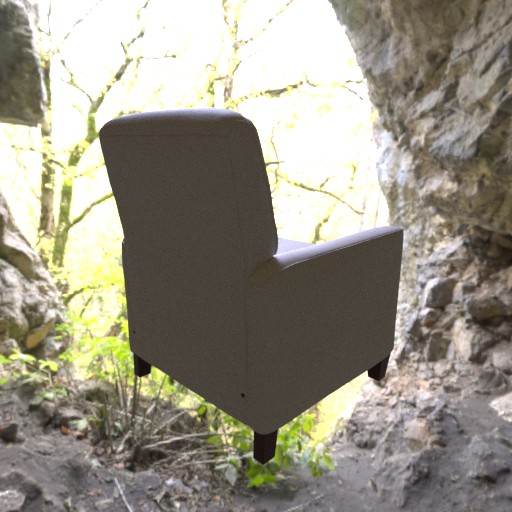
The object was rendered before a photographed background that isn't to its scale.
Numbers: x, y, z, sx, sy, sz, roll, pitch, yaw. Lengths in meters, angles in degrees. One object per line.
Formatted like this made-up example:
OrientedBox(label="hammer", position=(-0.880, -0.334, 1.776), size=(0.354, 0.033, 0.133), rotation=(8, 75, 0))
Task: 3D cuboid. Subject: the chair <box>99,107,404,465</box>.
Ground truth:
OrientedBox(label="chair", position=(0.000, 0.000, 1.679), size=(0.841, 1.028, 0.858), rotation=(14, 21, 43))
